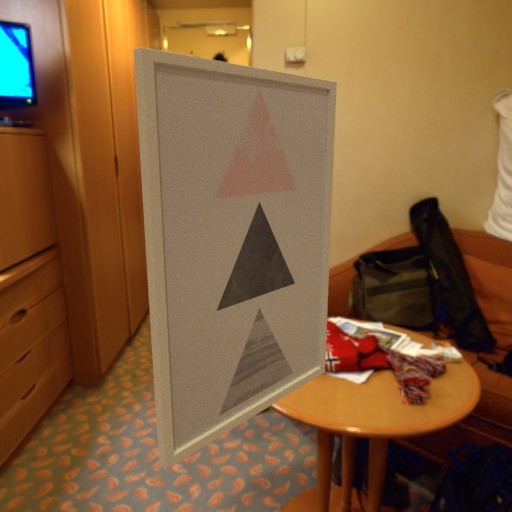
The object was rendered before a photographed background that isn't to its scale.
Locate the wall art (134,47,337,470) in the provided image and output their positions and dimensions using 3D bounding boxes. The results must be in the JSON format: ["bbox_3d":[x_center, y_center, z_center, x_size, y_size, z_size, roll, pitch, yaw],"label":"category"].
[{"bbox_3d":[0.000,0.000,0.550,0.013,0.433,0.303,13,19,42],"label":"wall art"}]
